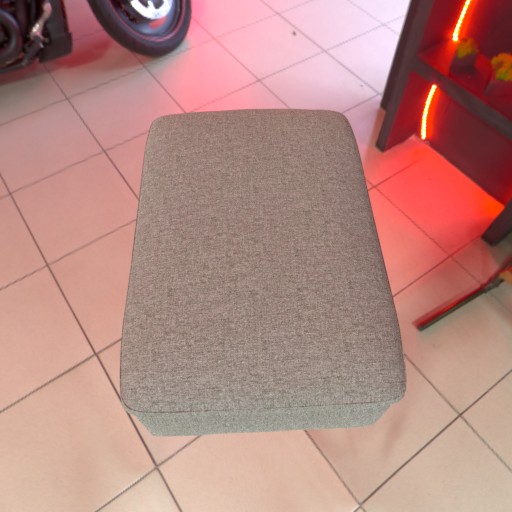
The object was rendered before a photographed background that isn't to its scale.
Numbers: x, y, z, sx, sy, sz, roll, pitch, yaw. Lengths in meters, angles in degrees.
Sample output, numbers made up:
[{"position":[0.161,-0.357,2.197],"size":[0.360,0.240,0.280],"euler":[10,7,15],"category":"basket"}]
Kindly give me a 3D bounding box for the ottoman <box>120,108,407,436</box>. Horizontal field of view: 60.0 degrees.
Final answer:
[{"position":[0.000,0.000,1.359],"size":[0.694,0.451,0.977],"euler":[-2,58,-1],"category":"ottoman"}]
